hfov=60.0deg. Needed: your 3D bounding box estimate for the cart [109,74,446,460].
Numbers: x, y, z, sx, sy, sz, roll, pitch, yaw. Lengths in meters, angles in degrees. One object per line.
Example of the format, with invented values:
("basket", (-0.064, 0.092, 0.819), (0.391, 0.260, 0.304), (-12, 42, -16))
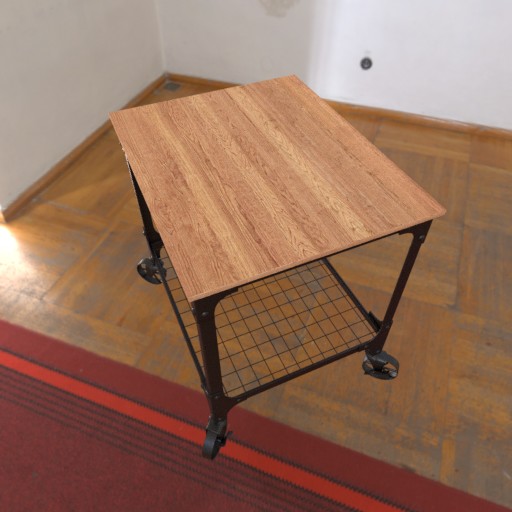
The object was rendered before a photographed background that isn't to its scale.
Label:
("cart", (0.000, 0.000, 1.126), (0.558, 0.603, 0.666), (-18, 50, -16))
